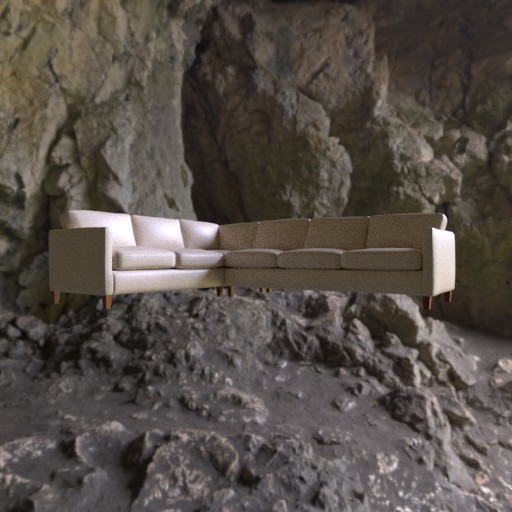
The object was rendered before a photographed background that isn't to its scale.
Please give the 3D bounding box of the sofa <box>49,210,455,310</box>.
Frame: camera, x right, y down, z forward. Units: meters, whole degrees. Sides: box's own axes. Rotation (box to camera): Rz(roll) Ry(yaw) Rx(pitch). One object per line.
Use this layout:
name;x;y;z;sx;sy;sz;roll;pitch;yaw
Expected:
sofa;0.000;0.000;4.487;3.302;0.947;2.593;0;0;35
